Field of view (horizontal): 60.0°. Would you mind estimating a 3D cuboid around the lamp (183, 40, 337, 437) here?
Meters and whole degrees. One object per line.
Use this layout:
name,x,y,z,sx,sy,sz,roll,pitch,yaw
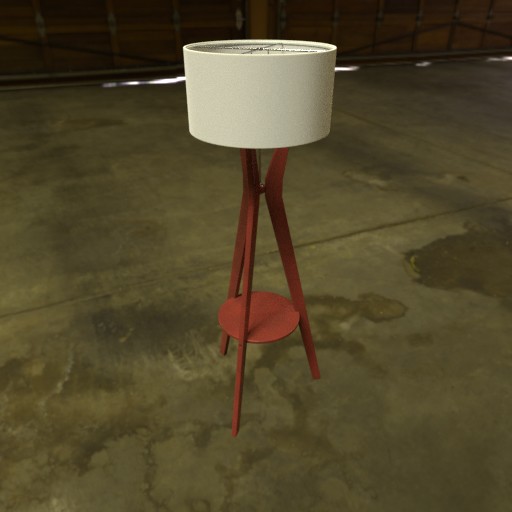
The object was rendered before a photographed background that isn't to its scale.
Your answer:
lamp,0.000,0.000,1.721,0.539,1.472,0.542,11,32,17
